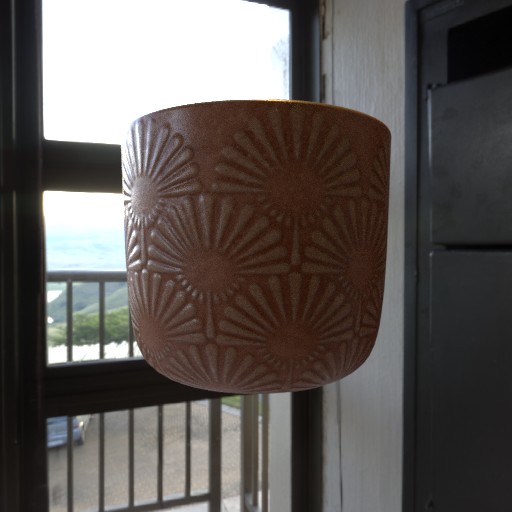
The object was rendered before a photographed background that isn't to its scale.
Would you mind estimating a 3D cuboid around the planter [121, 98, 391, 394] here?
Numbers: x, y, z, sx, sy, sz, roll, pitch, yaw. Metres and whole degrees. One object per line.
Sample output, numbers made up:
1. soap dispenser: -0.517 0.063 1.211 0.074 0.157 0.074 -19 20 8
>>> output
1. planter: 0.000 0.000 0.213 0.124 0.109 0.124 0 1 0
